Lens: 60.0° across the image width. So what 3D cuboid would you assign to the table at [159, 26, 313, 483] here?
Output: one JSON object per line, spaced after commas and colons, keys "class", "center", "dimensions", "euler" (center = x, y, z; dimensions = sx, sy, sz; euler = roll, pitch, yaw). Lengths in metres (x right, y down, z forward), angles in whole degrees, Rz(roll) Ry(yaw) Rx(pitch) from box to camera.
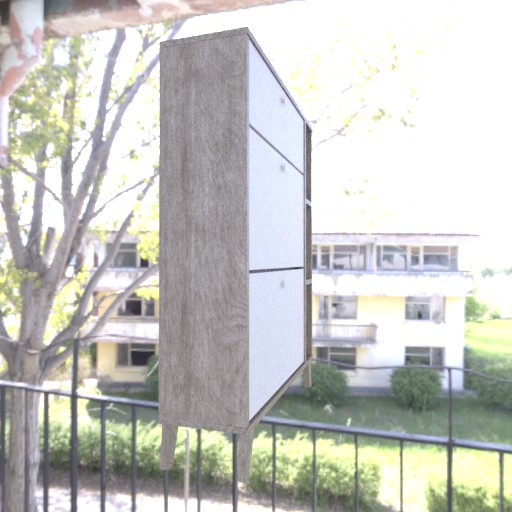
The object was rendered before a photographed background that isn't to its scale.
{"class": "table", "center": [0.000, 0.000, 1.567], "dimensions": [0.256, 1.135, 0.902], "euler": [0, -1, 18]}
